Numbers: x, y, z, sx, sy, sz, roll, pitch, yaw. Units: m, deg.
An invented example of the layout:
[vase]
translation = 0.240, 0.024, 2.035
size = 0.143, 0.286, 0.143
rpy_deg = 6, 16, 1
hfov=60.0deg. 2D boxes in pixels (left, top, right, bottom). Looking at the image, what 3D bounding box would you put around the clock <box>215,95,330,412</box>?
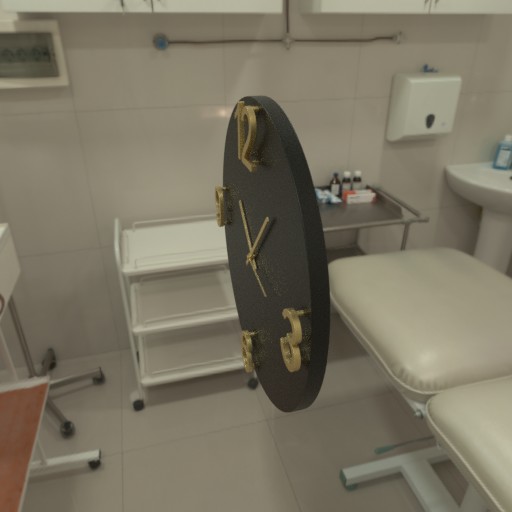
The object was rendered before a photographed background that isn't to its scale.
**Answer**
[clock]
translation = 0.000, 0.000, 0.668
size = 0.038, 0.454, 0.454
rpy_deg = -8, 29, -14
